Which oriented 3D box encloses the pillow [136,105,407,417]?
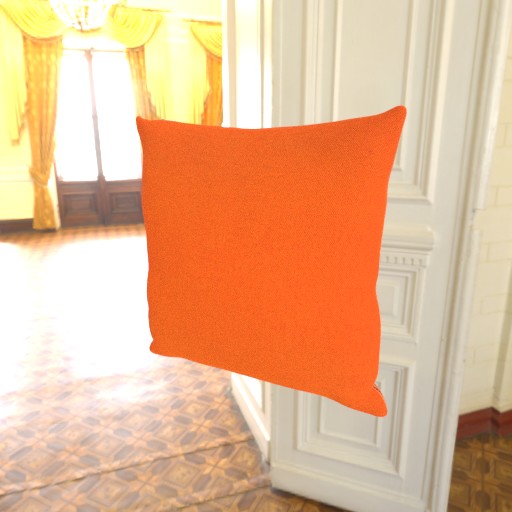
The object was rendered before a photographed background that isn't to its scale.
[{"bbox_3d":[0.000,0.000,0.698,0.440,0.441,0.182,8,17,25],"label":"pillow"}]
